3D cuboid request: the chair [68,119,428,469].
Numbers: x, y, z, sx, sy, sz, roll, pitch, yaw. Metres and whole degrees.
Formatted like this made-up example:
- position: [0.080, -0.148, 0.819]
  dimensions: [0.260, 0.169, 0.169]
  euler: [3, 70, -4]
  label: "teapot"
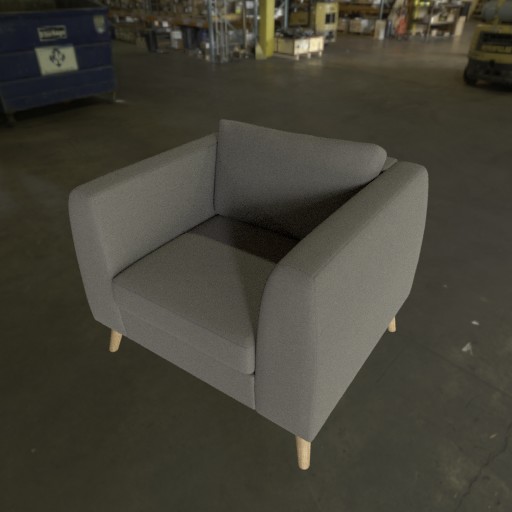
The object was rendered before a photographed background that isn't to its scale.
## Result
- position: [0.000, 0.000, 1.704]
  dimensions: [1.000, 0.860, 0.930]
  euler: [20, 37, 29]
  label: "chair"
